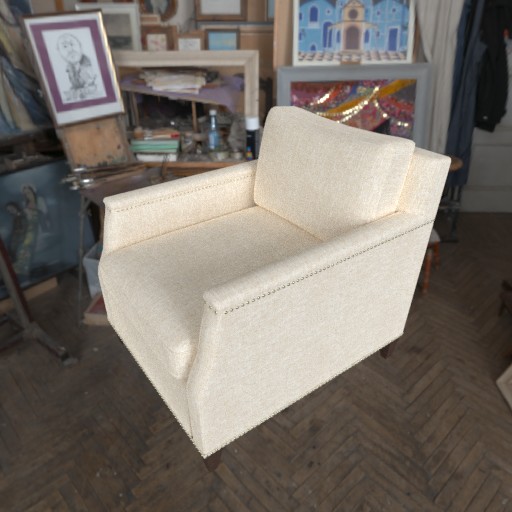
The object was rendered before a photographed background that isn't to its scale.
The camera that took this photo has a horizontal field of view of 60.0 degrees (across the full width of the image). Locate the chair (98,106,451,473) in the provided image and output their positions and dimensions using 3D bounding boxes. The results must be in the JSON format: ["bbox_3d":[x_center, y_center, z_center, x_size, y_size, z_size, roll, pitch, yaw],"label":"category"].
[{"bbox_3d":[0.000,0.000,1.733,1.041,0.940,0.838,-21,37,-30],"label":"chair"}]
